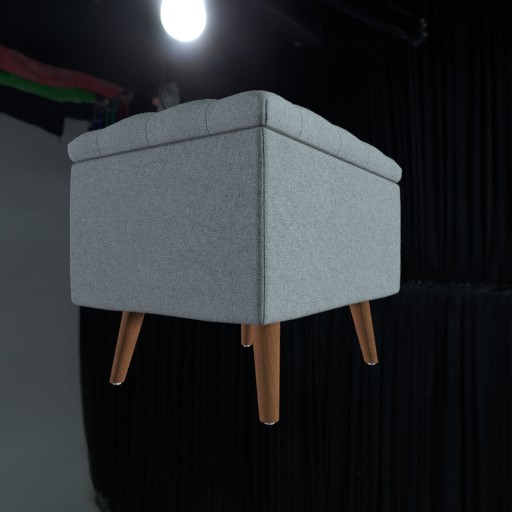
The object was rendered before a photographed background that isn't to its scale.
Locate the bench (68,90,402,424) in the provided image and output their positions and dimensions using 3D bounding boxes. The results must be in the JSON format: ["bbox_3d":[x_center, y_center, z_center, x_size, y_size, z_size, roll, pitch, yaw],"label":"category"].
[{"bbox_3d":[0.000,0.000,0.884,0.417,0.469,0.572,0,0,35],"label":"bench"}]
